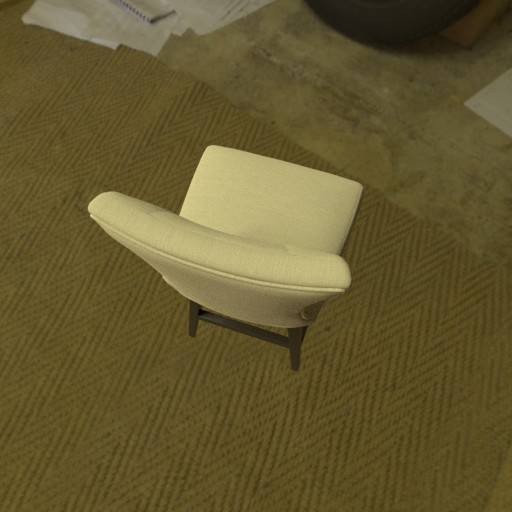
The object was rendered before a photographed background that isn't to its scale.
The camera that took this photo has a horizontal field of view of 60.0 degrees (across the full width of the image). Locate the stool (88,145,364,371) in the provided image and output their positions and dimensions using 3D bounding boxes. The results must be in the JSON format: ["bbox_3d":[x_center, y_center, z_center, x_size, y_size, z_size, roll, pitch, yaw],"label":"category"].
[{"bbox_3d":[0.000,0.000,1.329,0.514,1.000,0.574,16,64,8],"label":"stool"}]
